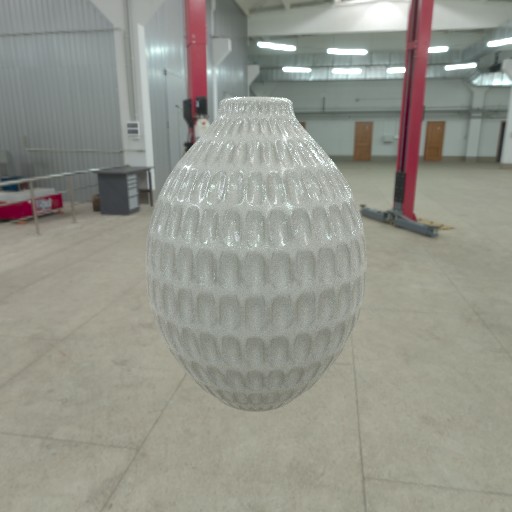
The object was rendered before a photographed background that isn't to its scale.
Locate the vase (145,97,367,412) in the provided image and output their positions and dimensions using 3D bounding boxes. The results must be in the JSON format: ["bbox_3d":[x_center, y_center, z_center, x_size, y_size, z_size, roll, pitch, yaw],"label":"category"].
[{"bbox_3d":[0.000,0.000,0.333,0.162,0.223,0.162,0,15,0],"label":"vase"}]
